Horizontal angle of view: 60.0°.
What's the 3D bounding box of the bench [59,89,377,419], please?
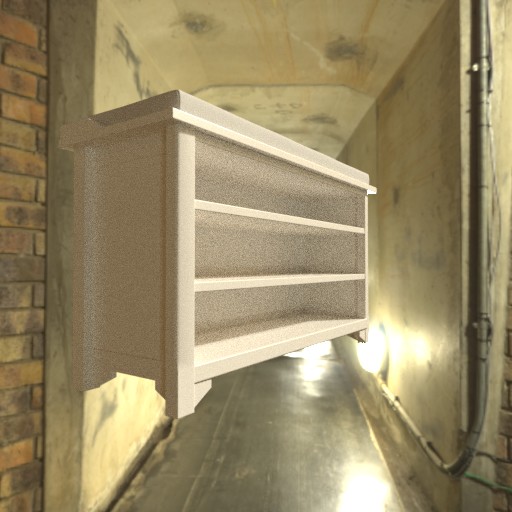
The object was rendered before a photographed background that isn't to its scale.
[{"bbox_3d":[0.000,0.000,1.256,0.346,0.589,0.987,-1,-1,35],"label":"bench"}]
